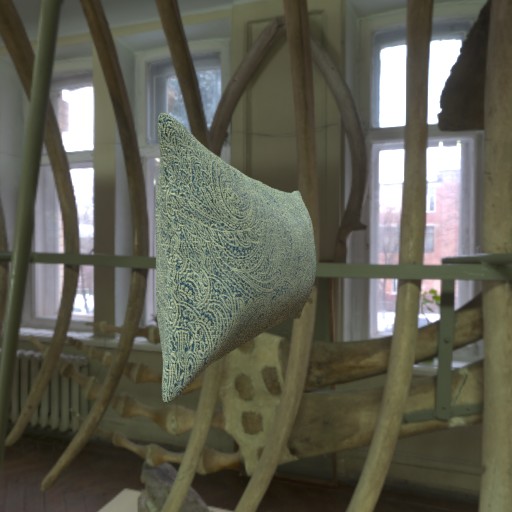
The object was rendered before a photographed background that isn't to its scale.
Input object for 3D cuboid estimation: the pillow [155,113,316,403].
[{"bbox_3d":[0.000,0.000,0.735,0.151,0.295,0.615,0,1,18],"label":"pillow"}]
